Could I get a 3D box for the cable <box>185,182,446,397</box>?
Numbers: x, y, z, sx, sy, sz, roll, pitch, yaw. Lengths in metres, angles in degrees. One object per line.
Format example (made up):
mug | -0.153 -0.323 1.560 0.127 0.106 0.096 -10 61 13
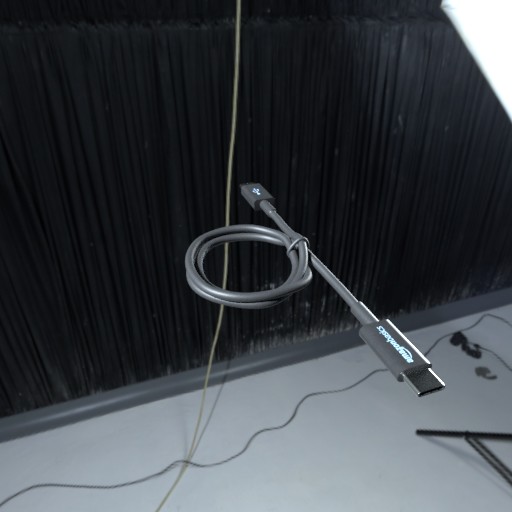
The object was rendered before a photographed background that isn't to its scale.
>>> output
cable | 0.000 0.000 0.214 0.070 0.014 0.192 -10 32 -17
